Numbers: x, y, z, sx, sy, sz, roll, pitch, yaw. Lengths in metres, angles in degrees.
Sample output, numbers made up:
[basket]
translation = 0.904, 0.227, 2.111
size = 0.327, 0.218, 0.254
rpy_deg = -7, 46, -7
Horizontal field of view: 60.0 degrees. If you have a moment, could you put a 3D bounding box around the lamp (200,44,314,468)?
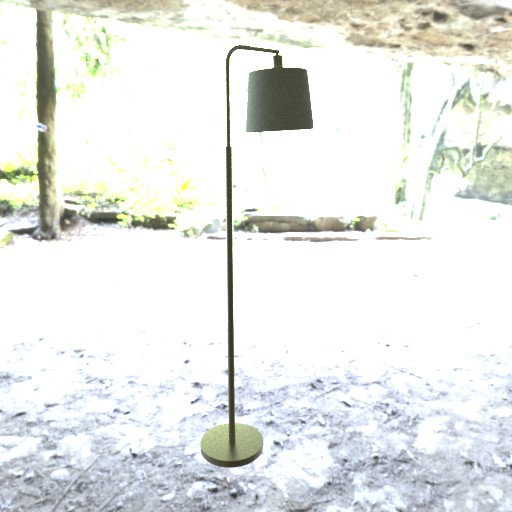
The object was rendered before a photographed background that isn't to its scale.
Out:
[lamp]
translation = 0.000, 0.000, 1.664
size = 0.508, 1.478, 0.254
rpy_deg = -12, 16, -44
